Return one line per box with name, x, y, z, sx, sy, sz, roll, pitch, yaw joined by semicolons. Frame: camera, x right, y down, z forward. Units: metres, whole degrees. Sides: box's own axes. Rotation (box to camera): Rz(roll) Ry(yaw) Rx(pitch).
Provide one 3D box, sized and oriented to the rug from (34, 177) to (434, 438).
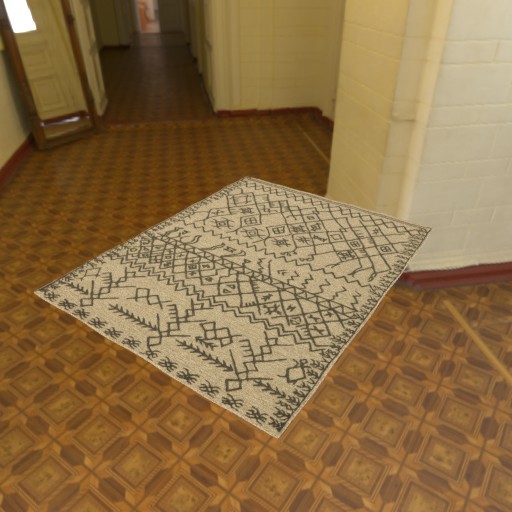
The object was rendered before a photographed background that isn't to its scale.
rug;0.000;0.000;3.350;1.964;0.025;2.455;21;38;29
